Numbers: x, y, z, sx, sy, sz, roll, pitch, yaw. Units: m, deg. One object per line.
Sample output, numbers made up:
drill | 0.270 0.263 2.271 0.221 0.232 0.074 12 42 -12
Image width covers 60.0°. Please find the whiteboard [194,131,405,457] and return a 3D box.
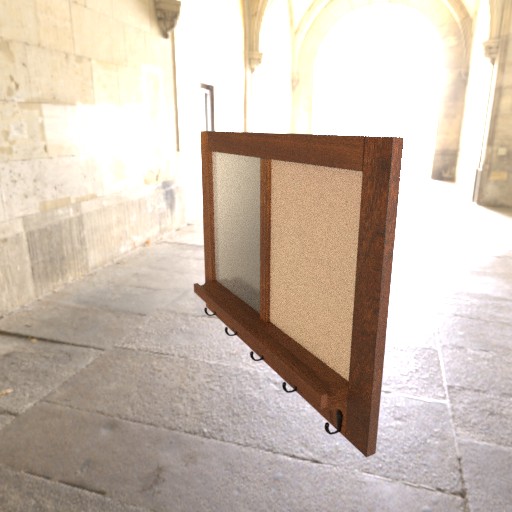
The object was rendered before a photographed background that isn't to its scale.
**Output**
whiteboard | 0.000 0.000 1.044 0.083 0.559 0.783 -8 18 -26
